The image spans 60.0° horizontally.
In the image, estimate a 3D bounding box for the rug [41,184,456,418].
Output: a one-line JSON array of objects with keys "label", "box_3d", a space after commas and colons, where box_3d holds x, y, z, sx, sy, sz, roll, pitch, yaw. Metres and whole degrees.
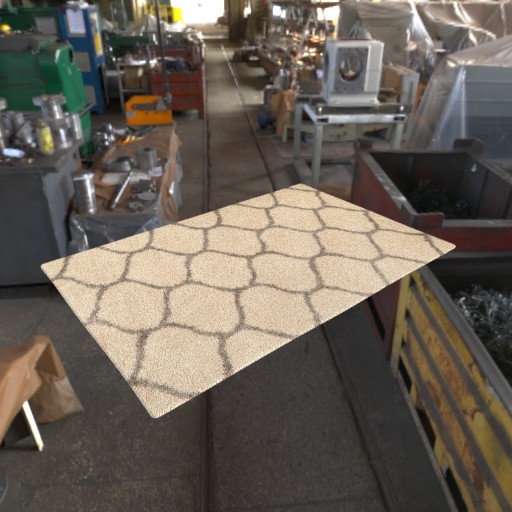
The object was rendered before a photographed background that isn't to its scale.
[{"label": "rug", "box_3d": [0.000, 0.000, 3.440, 2.701, 0.026, 1.801, -22, 37, -33]}]
